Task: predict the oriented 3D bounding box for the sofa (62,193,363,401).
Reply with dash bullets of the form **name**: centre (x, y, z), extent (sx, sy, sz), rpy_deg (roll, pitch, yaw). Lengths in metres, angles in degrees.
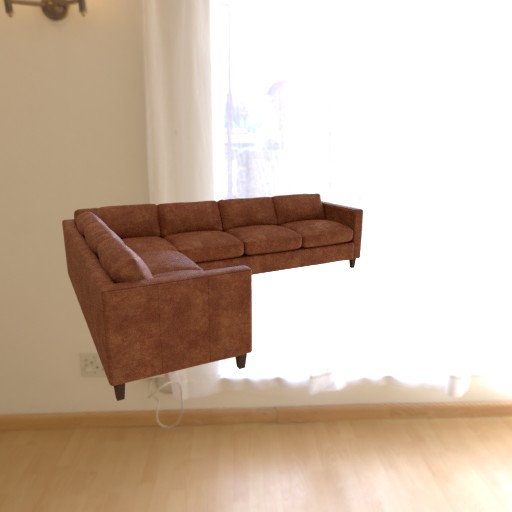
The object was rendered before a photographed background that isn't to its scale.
- **sofa**: centre (0.000, 0.000, 4.202), extent (3.150, 0.838, 2.438), rpy_deg (-8, 17, -27)
